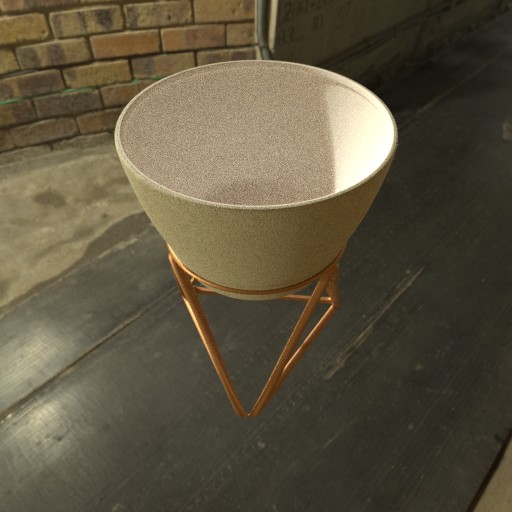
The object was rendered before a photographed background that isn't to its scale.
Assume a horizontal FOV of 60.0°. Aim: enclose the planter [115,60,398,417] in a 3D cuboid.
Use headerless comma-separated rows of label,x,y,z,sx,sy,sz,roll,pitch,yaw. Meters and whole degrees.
planter,0.000,0.000,0.740,0.350,0.504,0.350,4,47,4
